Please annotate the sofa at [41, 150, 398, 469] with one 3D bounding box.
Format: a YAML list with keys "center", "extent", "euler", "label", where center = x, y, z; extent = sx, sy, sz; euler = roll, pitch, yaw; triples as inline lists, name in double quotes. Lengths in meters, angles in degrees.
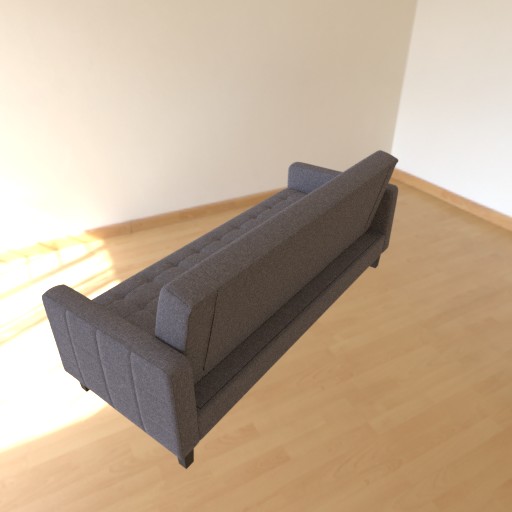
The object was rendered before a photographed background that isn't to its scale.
- center: [0.000, 0.000, 2.443]
  extent: [0.810, 0.850, 2.040]
  euler: [21, 38, 31]
  label: "sofa"
